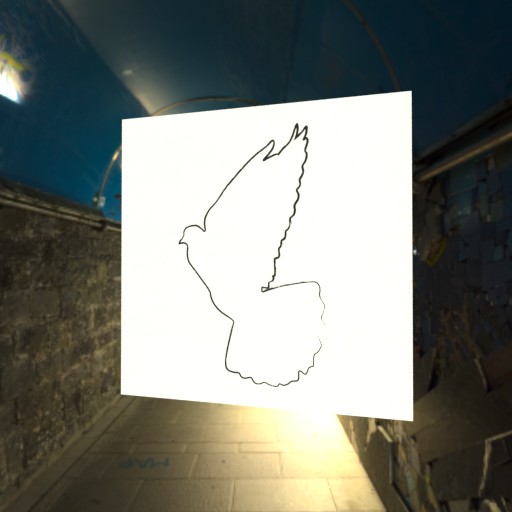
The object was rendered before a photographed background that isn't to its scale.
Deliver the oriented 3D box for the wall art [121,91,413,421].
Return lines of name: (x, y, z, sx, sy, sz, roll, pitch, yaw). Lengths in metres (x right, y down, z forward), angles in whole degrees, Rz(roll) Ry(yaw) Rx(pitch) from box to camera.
wall art: (0.000, 0.000, 0.919, 0.610, 0.610, 0.038, 0, -1, 16)
